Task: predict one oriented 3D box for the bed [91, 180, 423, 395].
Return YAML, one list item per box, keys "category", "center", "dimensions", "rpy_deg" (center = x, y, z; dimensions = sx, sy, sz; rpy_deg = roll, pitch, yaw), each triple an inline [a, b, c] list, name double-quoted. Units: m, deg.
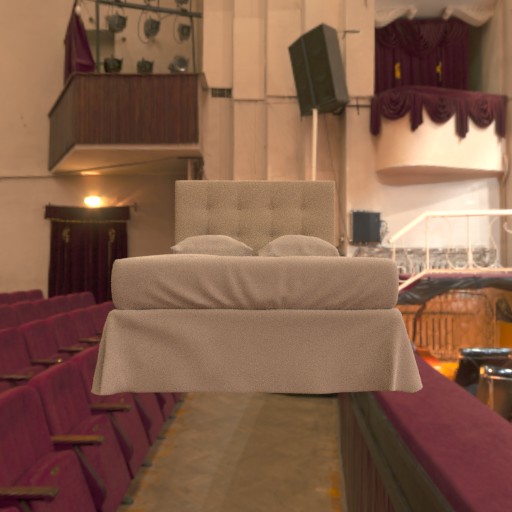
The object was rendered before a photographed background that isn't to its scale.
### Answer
- category: "bed"
  center: [0.000, 0.000, 3.505]
  dimensions: [1.936, 1.577, 2.222]
  rpy_deg: [0, -1, 0]
